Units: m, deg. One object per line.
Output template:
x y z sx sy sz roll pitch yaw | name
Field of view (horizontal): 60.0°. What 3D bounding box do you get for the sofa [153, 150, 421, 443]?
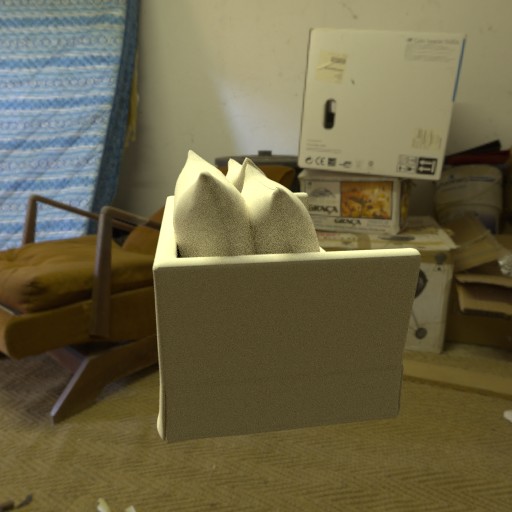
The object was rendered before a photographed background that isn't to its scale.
0.000 0.000 2.356 1.026 1.039 1.608 -3 16 -9 | sofa
